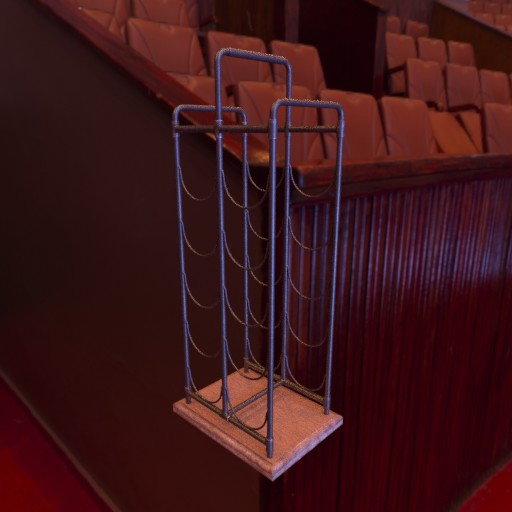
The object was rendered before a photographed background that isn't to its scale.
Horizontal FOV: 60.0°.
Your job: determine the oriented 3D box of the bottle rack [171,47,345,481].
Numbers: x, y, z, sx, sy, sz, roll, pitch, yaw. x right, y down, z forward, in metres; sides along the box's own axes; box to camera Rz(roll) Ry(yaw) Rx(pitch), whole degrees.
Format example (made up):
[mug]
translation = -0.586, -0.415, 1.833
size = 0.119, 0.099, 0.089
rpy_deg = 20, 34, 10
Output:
[bottle rack]
translation = 0.000, 0.000, 0.804
size = 0.276, 0.680, 0.208
rpy_deg = 15, 22, 42
